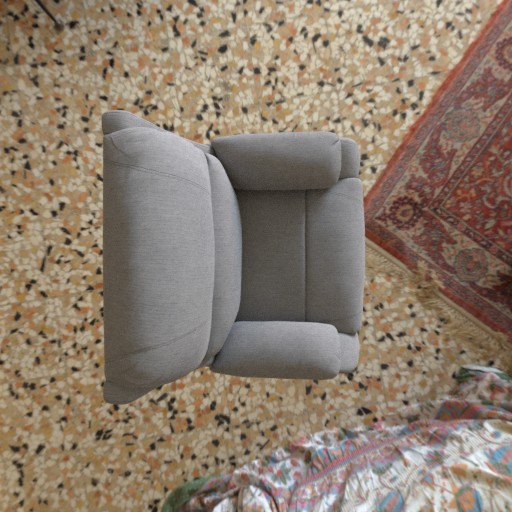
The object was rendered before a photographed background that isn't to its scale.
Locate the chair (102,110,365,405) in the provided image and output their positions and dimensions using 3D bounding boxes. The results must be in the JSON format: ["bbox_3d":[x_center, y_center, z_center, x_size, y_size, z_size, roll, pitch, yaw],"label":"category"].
[{"bbox_3d":[0.000,0.000,1.691,0.899,1.011,0.930,0,91,0],"label":"chair"}]
